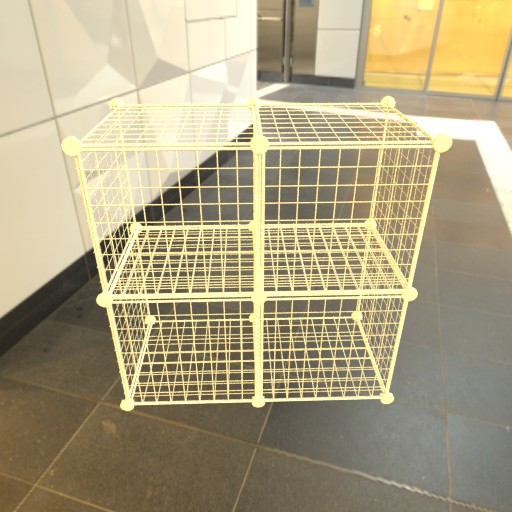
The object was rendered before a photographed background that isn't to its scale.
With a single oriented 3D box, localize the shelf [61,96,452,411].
[{"bbox_3d":[0.000,0.000,1.133,0.711,0.711,0.356,-1,31,-2],"label":"shelf"}]
